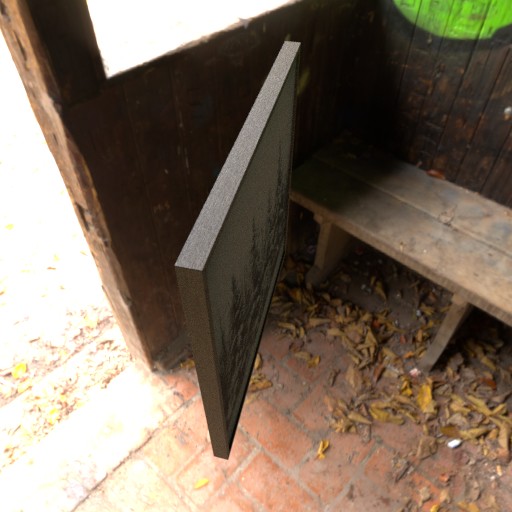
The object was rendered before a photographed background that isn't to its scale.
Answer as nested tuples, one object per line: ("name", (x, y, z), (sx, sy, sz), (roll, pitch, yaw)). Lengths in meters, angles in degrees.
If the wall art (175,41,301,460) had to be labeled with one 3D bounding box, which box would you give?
("wall art", (0.000, 0.000, 1.123), (0.039, 0.758, 0.758), (10, 49, 9))
